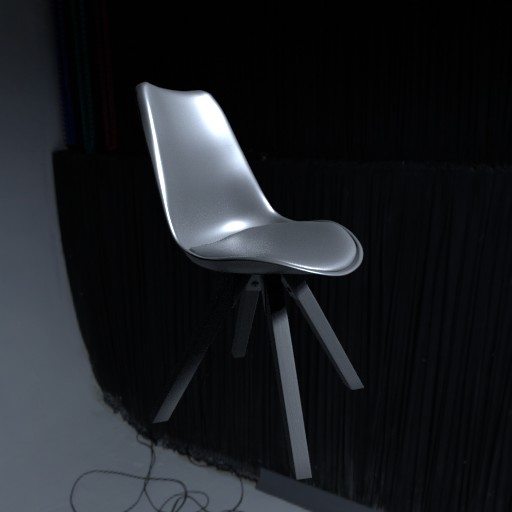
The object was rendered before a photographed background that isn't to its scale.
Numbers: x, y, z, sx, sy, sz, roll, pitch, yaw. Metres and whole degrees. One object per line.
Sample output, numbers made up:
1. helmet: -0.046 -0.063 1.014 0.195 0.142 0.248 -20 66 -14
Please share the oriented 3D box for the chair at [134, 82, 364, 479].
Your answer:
1. chair: 0.000 0.000 1.151 0.530 0.850 0.485 8 17 28
